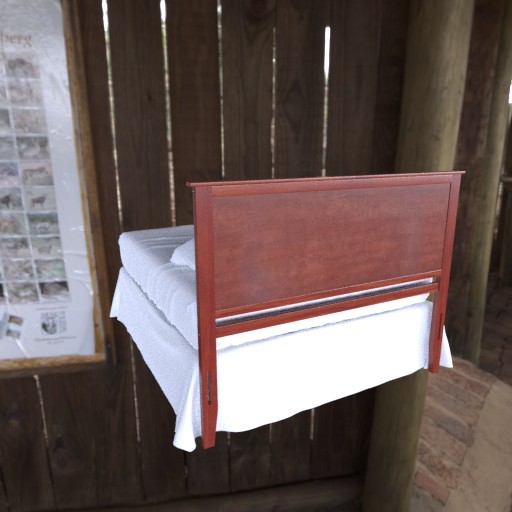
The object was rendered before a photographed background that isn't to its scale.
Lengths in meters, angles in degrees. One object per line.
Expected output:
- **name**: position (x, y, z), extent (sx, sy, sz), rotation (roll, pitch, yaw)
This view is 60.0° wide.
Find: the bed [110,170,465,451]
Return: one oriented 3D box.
- **bed**: position (0.000, 0.000, 3.195), extent (1.870, 1.270, 2.050), rotation (-7, 16, -27)
